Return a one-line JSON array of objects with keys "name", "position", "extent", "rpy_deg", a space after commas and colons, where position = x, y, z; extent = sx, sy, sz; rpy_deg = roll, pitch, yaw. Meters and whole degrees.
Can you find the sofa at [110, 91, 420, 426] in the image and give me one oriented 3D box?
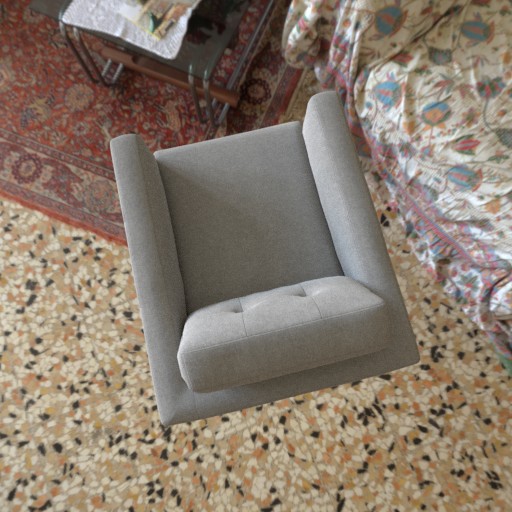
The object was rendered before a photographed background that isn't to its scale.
[{"name": "sofa", "position": [0.000, 0.000, 1.530], "extent": [0.770, 0.860, 0.920], "rpy_deg": [-13, 77, -3]}]
